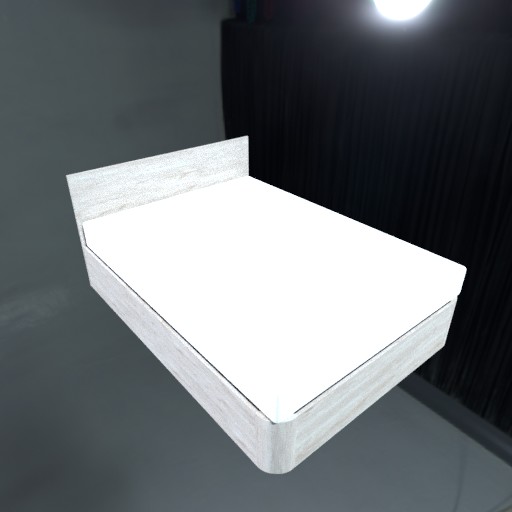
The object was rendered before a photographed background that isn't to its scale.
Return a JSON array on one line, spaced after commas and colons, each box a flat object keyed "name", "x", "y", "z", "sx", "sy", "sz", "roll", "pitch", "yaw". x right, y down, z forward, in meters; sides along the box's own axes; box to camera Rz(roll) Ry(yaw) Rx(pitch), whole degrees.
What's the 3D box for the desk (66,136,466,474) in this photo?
[{"name": "desk", "x": 0.000, "y": 0.000, "z": 2.633, "sx": 1.400, "sy": 0.800, "sz": 1.900, "roll": -23, "pitch": 37, "yaw": -34}]
